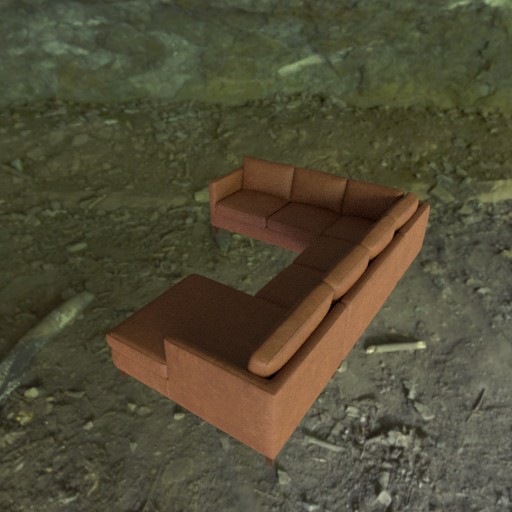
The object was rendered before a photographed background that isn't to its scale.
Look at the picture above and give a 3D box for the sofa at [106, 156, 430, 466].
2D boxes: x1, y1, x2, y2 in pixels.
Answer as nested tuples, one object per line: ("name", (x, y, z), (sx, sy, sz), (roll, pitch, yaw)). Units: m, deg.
("sofa", (0.000, 0.000, 4.617), (2.593, 0.923, 3.460), (19, 36, 29))
